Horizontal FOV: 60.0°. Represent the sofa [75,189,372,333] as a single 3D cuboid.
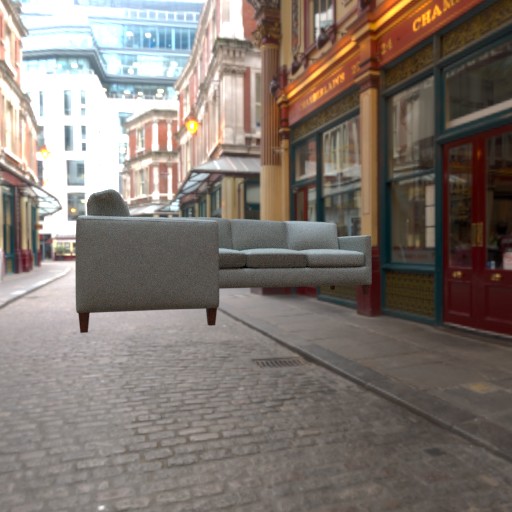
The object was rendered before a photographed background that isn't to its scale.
[{"bbox_3d":[0.000,0.000,4.482,3.301,0.947,2.592,0,0,-20],"label":"sofa"}]
